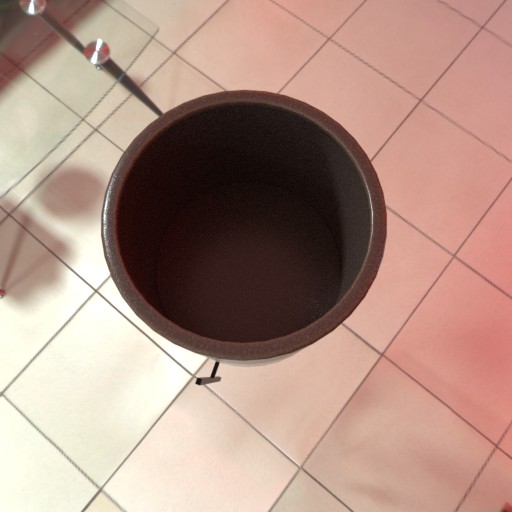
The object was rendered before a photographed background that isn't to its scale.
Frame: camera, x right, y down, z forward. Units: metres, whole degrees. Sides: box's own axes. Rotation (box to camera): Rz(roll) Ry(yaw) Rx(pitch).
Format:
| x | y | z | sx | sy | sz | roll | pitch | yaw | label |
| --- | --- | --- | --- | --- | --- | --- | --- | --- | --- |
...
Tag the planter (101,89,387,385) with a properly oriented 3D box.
| x | y | z | sx | sy | sz | roll | pitch | yaw | label |
| --- | --- | --- | --- | --- | --- | --- | --- | --- | --- |
| 0.000 | 0.000 | 0.530 | 0.260 | 0.353 | 0.250 | -17 | 76 | -5 | planter |
